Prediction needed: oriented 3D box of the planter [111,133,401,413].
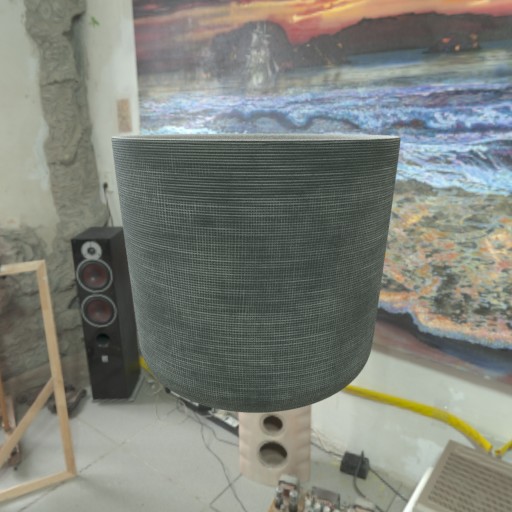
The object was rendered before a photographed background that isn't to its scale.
[{"bbox_3d":[0.000,0.000,0.761,0.440,0.398,0.440,0,16,0],"label":"planter"}]
